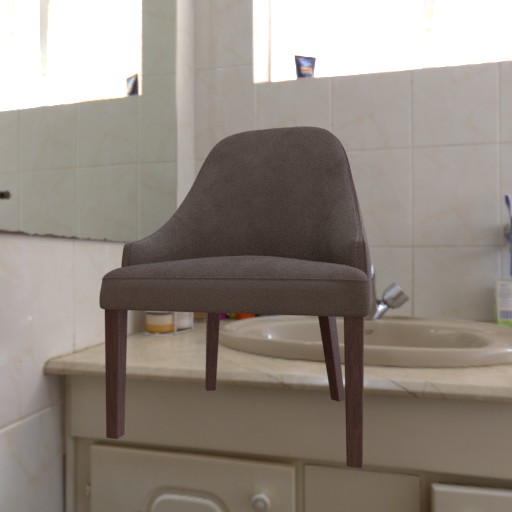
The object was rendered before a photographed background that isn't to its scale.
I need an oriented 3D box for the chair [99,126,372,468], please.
[{"bbox_3d":[0.000,0.000,1.261,0.643,0.889,0.575,0,-1,16],"label":"chair"}]
